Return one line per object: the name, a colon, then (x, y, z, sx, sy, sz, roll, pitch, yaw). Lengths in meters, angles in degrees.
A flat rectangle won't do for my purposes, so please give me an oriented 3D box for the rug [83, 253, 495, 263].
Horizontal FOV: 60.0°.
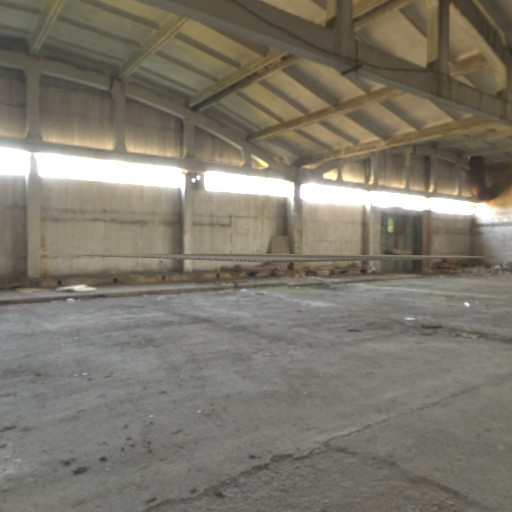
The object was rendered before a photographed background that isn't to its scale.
rug: (0.000, 0.000, 2.260, 1.226, 0.007, 1.815, -1, 1, -36)
